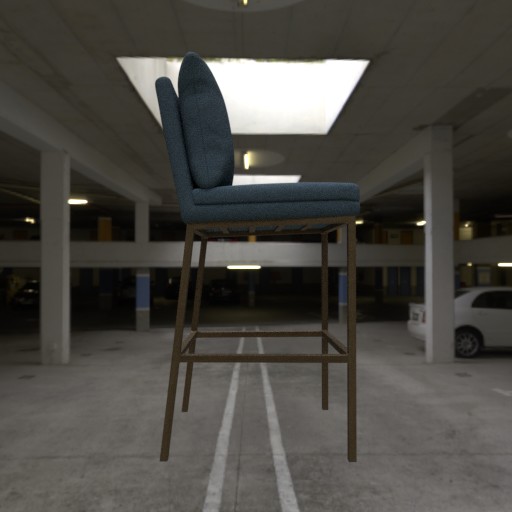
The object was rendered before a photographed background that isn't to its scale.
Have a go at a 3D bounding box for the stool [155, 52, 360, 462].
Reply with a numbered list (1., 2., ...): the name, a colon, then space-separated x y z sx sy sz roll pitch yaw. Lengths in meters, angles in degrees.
1. stool: 0.000 0.000 1.427 0.568 1.124 0.463 0 -1 -1
